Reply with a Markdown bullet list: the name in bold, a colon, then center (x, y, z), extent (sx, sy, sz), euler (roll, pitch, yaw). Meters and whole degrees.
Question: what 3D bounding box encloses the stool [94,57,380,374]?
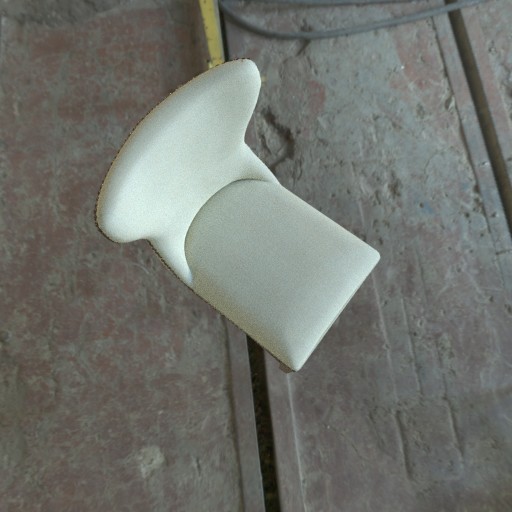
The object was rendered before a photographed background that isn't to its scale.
- **stool**: center (0.000, 0.000, 1.341), extent (0.608, 0.981, 0.498), euler (37, 78, 9)
